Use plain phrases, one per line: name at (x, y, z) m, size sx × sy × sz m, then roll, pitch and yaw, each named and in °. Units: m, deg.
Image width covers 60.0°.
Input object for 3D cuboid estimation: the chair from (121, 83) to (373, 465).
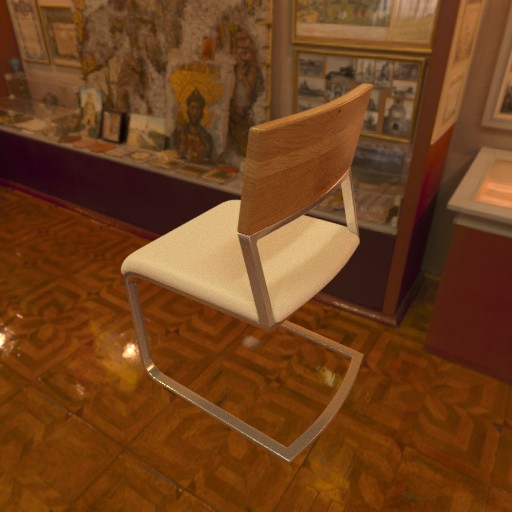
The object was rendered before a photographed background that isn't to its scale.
chair at (0.000, 0.000, 1.191) m, size 0.585 × 0.844 × 0.467 m, roll 20°, pitch 37°, yaw 29°
